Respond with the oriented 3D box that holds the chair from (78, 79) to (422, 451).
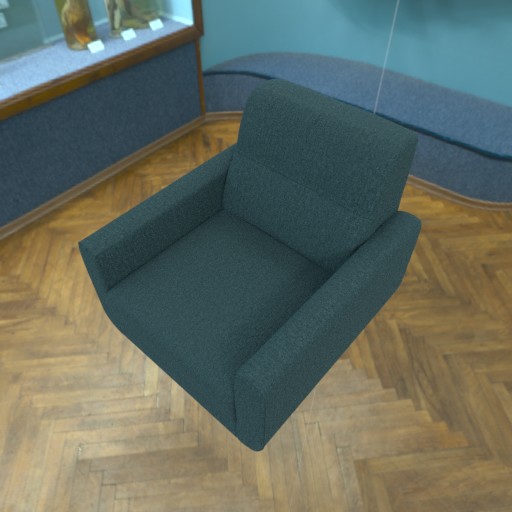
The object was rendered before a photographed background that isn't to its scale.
[{"bbox_3d":[0.000,0.000,1.701,0.880,0.940,0.964,33,55,27],"label":"chair"}]
